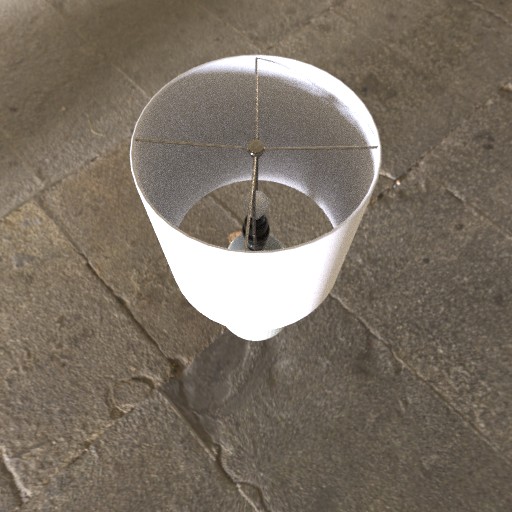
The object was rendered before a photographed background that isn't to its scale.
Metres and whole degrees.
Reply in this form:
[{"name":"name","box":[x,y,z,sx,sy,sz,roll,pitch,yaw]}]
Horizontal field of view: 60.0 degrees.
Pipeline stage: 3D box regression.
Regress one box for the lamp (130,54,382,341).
[{"name":"lamp","box":[0.000,0.000,0.587,0.217,0.453,0.217,2,64,1]}]
